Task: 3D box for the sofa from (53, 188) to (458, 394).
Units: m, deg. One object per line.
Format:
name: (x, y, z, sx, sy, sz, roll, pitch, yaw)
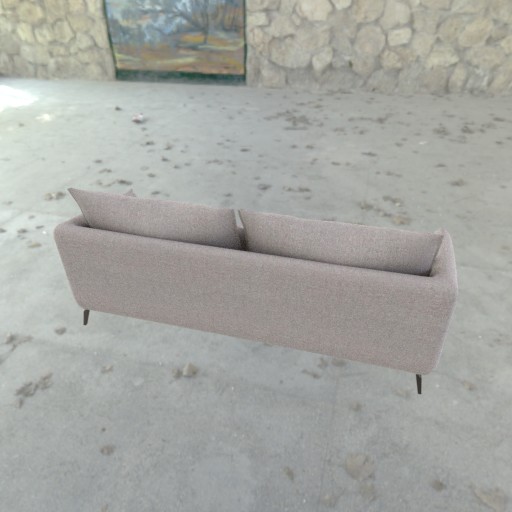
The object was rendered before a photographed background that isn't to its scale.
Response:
sofa: (0.000, 0.000, 2.391, 2.022, 0.833, 0.809, 8, 32, 14)
